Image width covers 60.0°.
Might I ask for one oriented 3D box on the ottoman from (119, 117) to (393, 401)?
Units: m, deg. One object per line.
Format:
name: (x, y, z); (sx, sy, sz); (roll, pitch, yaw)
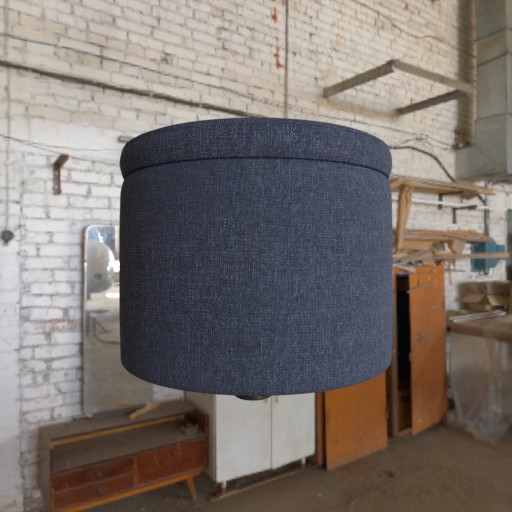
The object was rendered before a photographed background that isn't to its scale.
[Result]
ottoman: (0.000, 0.000, 0.882); (0.520, 0.430, 0.520); (0, 0, 0)
